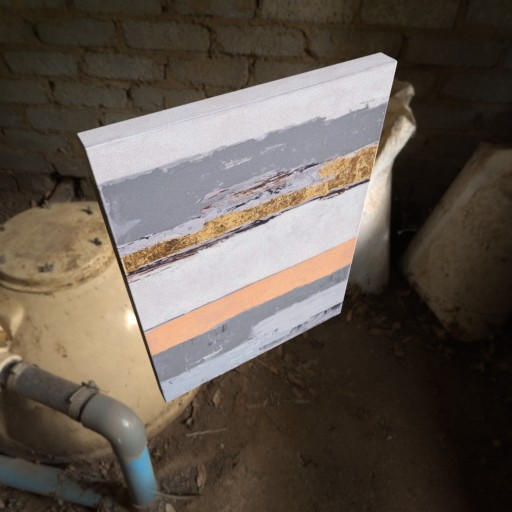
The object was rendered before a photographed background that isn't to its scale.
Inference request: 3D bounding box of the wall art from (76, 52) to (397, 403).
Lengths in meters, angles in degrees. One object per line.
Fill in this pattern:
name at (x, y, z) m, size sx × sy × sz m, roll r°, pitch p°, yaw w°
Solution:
wall art at (0.000, 0.000, 0.792) m, size 0.456 × 0.609 × 0.038 m, roll -23°, pitch 50°, yaw -21°
